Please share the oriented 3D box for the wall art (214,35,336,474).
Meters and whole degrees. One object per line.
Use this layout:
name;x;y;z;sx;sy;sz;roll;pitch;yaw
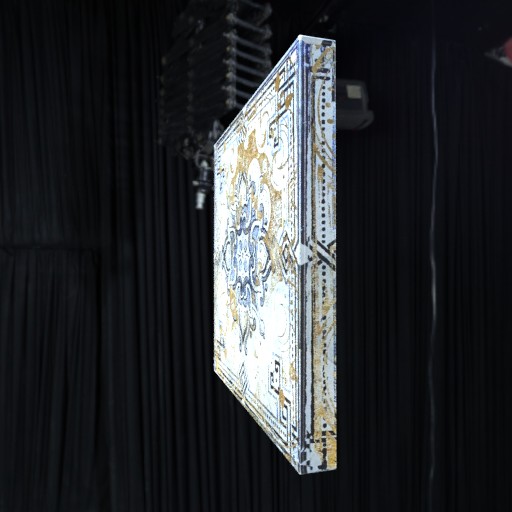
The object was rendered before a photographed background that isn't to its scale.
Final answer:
wall art;0.000;0.000;0.615;0.038;0.410;0.411;0;-1;-17
